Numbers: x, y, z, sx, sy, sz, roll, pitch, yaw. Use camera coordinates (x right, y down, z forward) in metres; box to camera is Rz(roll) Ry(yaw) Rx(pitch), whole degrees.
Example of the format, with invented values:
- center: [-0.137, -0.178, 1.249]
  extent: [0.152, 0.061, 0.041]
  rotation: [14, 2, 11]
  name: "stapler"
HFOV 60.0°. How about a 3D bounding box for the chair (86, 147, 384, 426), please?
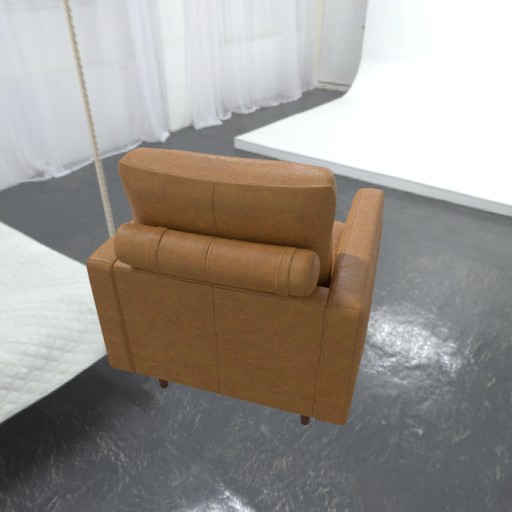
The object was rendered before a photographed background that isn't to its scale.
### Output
- center: [0.000, 0.000, 1.573]
  extent: [0.831, 0.896, 0.868]
  rotation: [9, 33, 15]
  name: "chair"
